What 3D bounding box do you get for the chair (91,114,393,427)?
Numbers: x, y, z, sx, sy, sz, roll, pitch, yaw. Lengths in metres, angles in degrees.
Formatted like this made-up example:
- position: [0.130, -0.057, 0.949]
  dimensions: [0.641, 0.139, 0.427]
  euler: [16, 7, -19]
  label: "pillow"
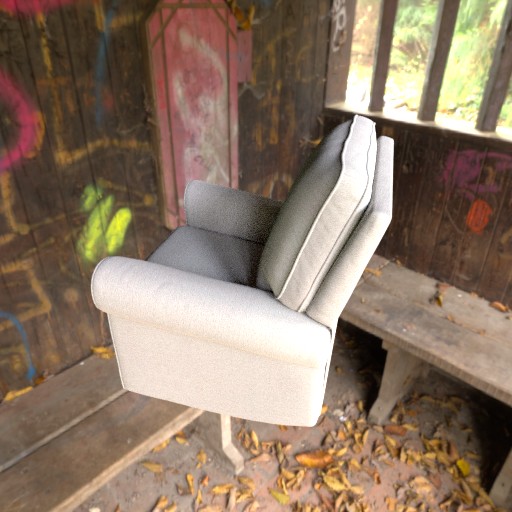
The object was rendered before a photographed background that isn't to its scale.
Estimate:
- position: [0.000, 0.000, 1.664]
  dimensions: [0.878, 0.960, 0.890]
  euler: [8, 32, 13]
  label: "chair"
